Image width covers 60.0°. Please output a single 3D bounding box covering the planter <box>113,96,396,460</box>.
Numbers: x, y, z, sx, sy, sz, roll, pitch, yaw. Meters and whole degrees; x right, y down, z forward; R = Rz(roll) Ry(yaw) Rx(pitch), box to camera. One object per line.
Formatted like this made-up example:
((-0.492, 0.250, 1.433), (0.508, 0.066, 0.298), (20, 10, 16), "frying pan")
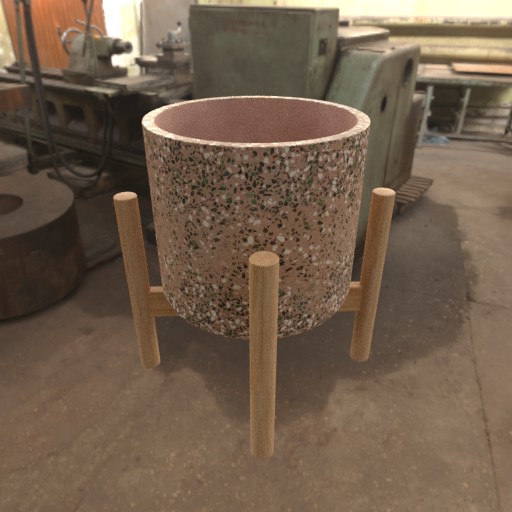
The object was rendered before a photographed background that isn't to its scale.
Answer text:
((0.000, 0.000, 0.520), (0.284, 0.320, 0.284), (10, 31, 17), "planter")
